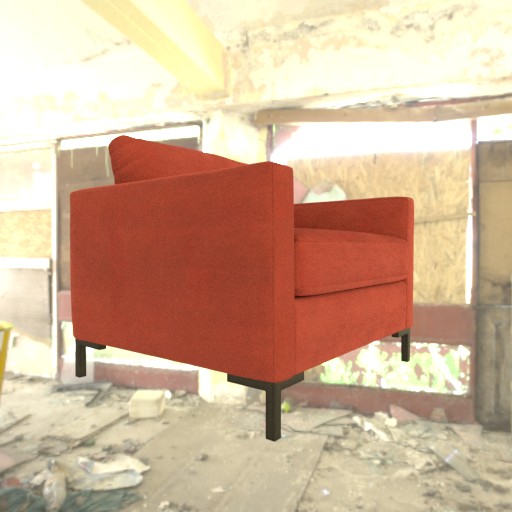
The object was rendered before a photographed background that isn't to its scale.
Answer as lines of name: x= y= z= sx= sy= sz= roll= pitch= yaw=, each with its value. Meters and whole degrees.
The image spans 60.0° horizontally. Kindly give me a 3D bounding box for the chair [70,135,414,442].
chair: x=0.000 y=0.000 z=1.587 sx=0.875 sy=0.812 sz=0.964 roll=1 pitch=1 yaw=38
